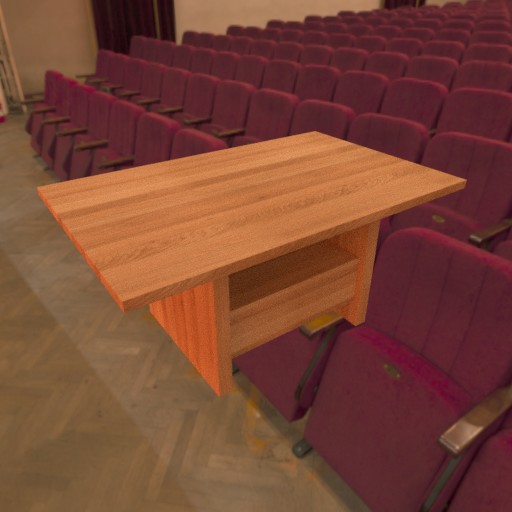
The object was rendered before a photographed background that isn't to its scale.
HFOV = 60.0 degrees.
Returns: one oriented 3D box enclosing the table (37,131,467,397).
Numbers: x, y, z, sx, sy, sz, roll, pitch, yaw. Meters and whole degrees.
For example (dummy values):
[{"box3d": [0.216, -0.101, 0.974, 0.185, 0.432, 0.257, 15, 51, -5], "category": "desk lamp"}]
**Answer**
[{"box3d": [0.000, 0.000, 1.471, 1.100, 0.510, 0.700, -20, 36, -30], "category": "table"}]
